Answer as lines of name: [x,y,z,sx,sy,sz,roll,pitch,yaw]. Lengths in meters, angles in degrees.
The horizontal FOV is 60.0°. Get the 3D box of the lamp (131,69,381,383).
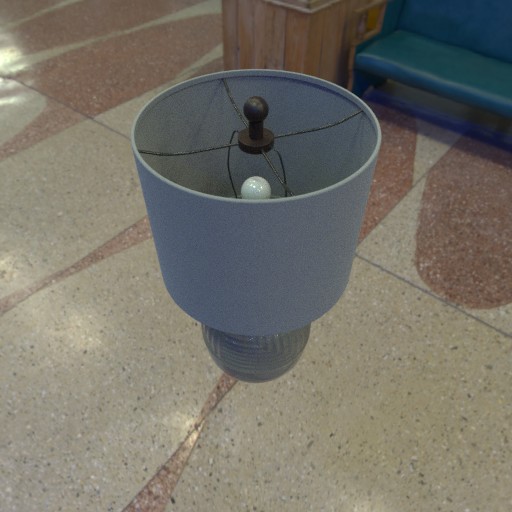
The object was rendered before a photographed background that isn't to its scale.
lamp: [0.000,0.000,0.751,0.318,0.567,0.318,0,47,0]
